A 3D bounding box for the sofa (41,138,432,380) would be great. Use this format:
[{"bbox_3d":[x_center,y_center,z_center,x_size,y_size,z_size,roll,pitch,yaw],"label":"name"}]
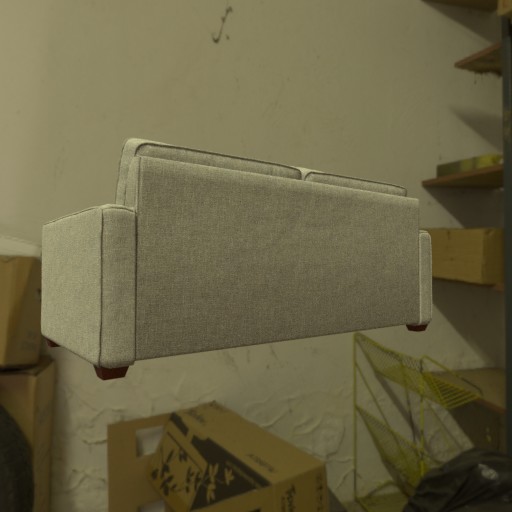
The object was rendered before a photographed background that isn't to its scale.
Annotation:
[{"bbox_3d":[0.000,0.000,2.506,2.078,0.918,0.945,1,-2,-37],"label":"sofa"}]
